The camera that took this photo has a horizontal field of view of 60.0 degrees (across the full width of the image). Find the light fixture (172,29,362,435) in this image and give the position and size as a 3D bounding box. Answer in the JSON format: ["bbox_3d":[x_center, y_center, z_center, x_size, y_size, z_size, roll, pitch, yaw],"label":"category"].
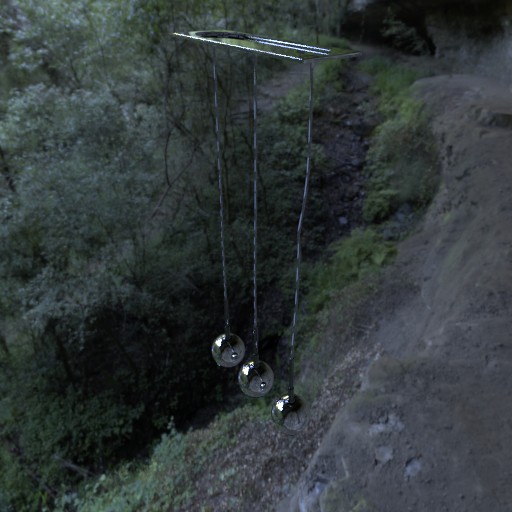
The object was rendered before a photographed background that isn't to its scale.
[{"bbox_3d":[0.000,0.000,1.604,0.188,1.408,0.623,-22,39,-30],"label":"light fixture"}]
